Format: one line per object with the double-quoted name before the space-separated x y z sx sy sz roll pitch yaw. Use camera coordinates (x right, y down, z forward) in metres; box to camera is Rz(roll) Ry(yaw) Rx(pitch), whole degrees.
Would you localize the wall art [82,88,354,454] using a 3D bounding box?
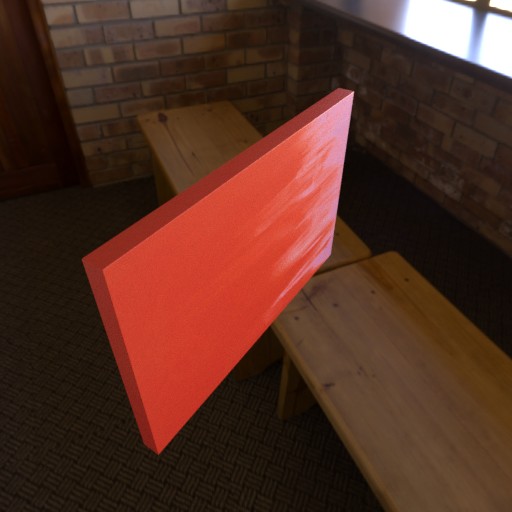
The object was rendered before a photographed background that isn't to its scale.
"wall art" 0.000 0.000 0.784 0.033 0.405 0.607 24 46 25
